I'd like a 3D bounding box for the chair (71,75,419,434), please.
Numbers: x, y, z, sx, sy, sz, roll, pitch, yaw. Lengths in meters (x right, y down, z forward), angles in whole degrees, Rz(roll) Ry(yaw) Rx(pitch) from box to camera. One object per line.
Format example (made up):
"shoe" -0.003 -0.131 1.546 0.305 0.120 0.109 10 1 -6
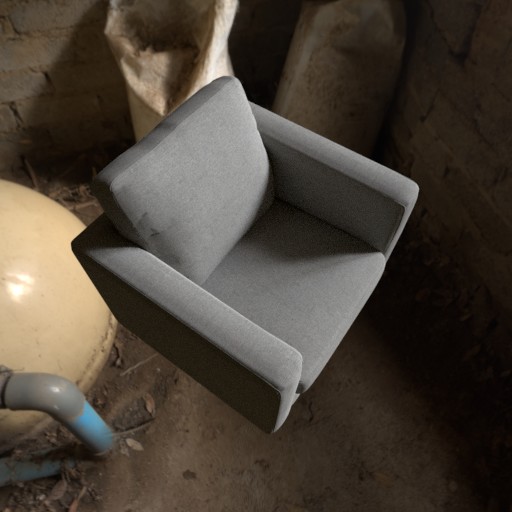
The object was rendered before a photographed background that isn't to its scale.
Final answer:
"chair" 0.000 0.000 1.582 0.800 0.927 0.855 31 63 18
